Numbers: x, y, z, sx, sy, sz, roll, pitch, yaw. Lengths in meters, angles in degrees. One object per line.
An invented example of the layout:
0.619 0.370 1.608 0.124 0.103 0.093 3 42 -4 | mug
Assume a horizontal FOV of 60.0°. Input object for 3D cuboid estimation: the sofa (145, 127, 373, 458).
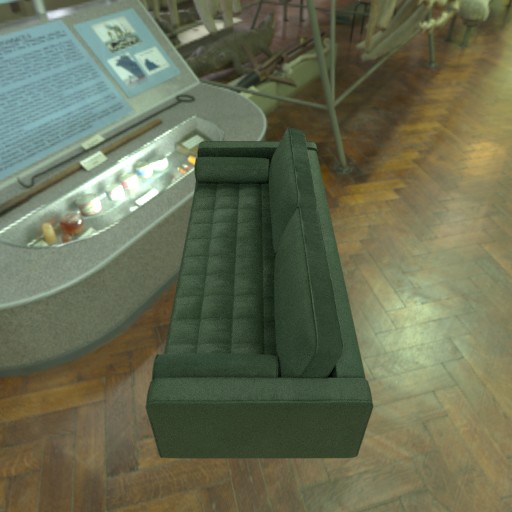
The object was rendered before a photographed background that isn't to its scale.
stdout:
0.000 0.000 2.655 0.918 0.769 2.199 0 41 0 | sofa
